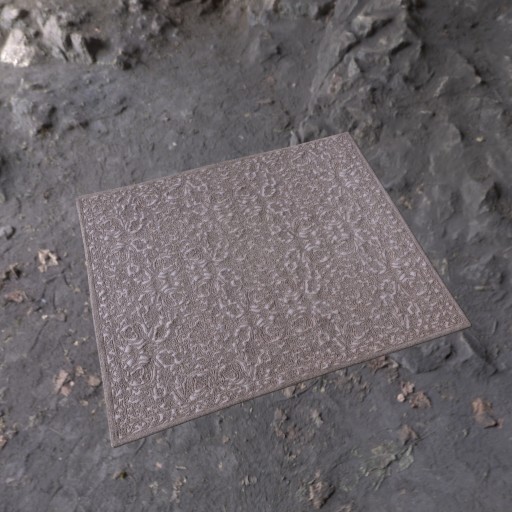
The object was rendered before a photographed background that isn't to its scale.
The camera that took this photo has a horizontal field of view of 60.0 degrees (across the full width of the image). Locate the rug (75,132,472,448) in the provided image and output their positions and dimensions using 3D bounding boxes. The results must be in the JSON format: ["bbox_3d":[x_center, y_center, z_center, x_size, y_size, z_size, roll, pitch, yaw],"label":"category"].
[{"bbox_3d":[0.000,0.000,4.082,3.017,0.035,2.472,-16,59,-10],"label":"rug"}]
